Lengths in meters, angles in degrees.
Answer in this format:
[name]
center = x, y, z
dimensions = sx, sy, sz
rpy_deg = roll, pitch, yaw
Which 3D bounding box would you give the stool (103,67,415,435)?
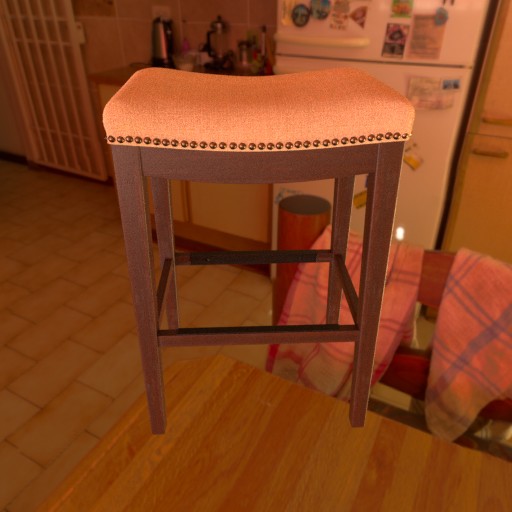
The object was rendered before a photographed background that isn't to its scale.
[stool]
center = 0.000, 0.000, 1.013
dimensions = 0.509, 0.768, 0.363
rpy_deg = -1, 32, -2
